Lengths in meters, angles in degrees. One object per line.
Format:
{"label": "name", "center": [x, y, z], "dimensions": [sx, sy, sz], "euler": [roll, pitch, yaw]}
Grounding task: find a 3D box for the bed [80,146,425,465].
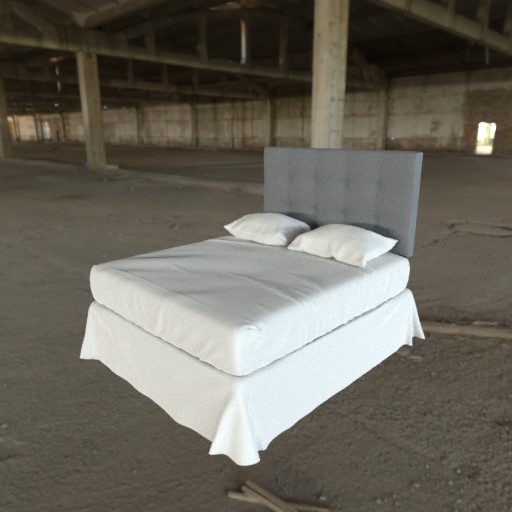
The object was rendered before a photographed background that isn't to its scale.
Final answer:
{"label": "bed", "center": [0.000, 0.000, 3.459], "dimensions": [1.936, 1.577, 2.222], "euler": [15, 22, 42]}
